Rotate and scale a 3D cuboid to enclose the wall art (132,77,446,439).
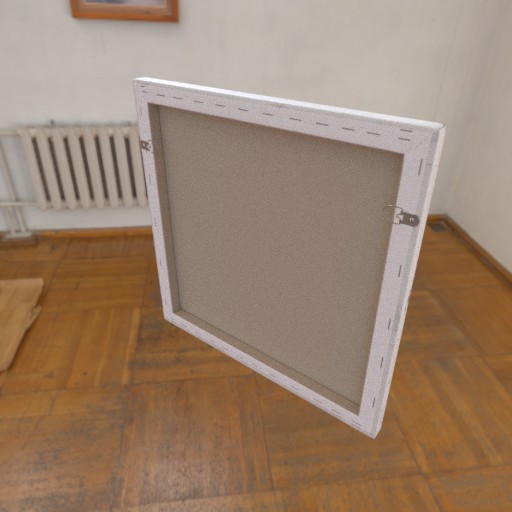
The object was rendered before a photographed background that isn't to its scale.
[{"bbox_3d":[0.000,0.000,1.105,0.762,0.762,0.038,22,37,32],"label":"wall art"}]
